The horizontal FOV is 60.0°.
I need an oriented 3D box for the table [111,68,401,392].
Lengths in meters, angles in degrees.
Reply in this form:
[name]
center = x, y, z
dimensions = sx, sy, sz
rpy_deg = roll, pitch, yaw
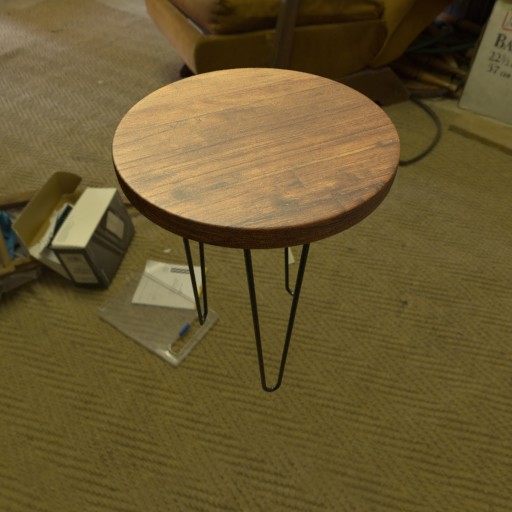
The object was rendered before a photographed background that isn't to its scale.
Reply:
[table]
center = 0.000, 0.000, 0.815
dimensions = 0.400, 0.520, 0.400
rpy_deg = 0, 47, 0
